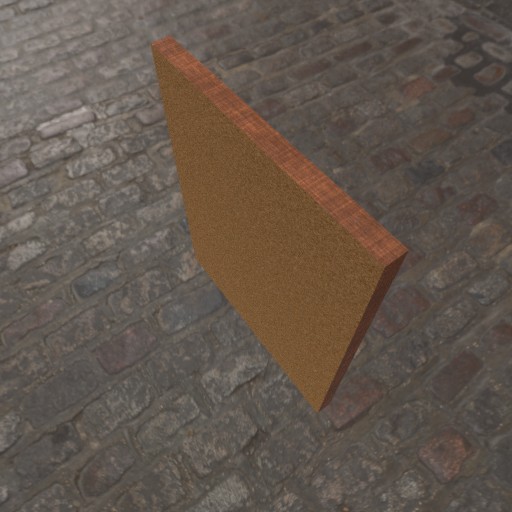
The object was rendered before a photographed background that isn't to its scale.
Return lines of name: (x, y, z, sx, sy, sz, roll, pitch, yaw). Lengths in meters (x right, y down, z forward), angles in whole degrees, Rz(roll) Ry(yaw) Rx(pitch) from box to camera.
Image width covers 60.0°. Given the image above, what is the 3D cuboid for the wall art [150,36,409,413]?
wall art: (0.000, 0.000, 0.774, 0.033, 0.567, 0.467, -32, 62, -19)
